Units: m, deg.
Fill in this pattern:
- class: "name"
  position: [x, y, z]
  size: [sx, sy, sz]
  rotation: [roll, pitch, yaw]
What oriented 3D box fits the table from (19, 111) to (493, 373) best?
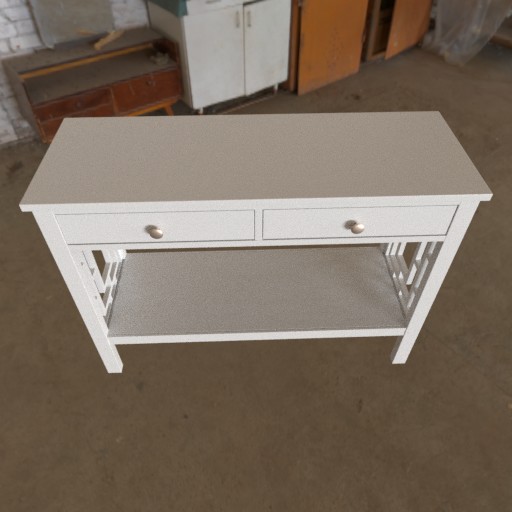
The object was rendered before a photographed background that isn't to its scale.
- class: "table"
  position: [0.000, 0.000, 1.397]
  size: [1.068, 0.753, 0.397]
  rotation: [-2, 46, -1]
